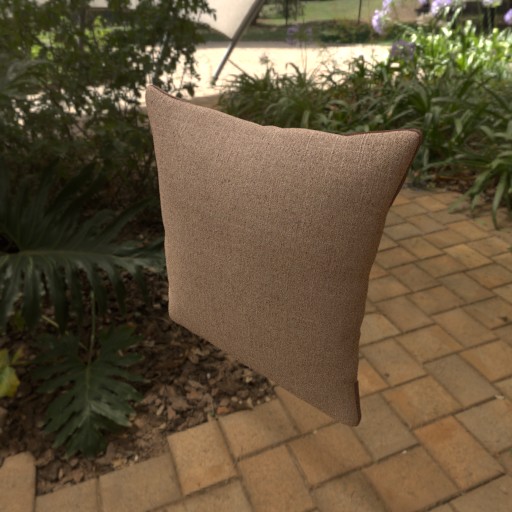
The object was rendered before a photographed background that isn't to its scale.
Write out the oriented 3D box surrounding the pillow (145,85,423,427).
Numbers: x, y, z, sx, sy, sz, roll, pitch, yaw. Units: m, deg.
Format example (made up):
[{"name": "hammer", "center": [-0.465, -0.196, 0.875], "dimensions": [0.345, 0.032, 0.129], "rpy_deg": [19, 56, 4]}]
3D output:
[{"name": "pillow", "center": [0.000, 0.000, 0.668], "dimensions": [0.437, 0.448, 0.147], "rpy_deg": [22, 36, 33]}]
